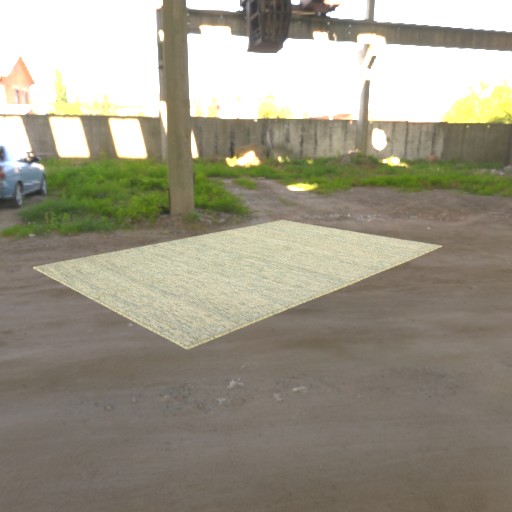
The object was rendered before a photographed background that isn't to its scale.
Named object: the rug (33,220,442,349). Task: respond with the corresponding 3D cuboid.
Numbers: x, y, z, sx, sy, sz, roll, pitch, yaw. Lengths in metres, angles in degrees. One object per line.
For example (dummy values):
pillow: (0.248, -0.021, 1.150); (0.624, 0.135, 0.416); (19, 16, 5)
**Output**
rug: (0.000, 0.000, 2.385); (1.250, 0.015, 1.850); (14, 20, 43)
